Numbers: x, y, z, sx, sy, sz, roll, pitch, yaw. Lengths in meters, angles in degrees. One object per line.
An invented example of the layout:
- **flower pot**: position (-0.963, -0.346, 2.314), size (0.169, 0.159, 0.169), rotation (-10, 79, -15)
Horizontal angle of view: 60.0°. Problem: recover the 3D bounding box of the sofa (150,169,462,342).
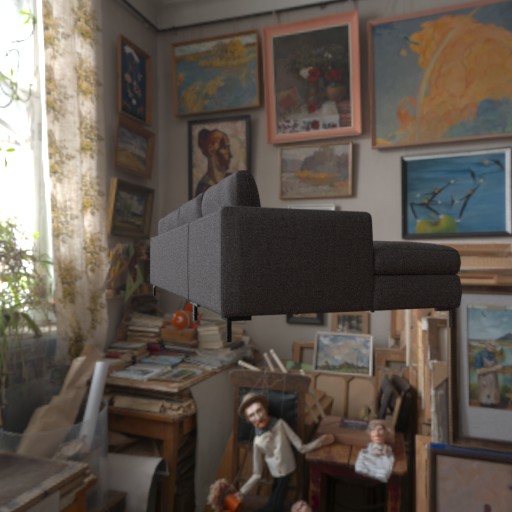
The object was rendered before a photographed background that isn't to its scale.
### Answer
- **sofa**: position (0.000, 0.000, 3.289), size (1.258, 0.754, 2.731), rotation (0, -1, -20)
